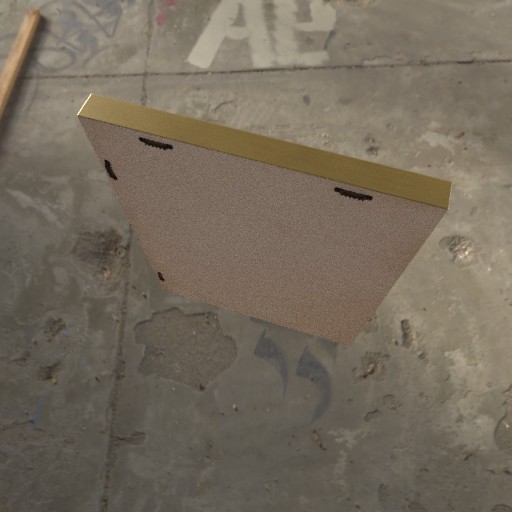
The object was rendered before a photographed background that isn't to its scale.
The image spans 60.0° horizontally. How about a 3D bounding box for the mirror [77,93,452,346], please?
[{"bbox_3d":[0.000,0.000,0.695,0.405,0.508,0.041,16,65,8],"label":"mirror"}]
